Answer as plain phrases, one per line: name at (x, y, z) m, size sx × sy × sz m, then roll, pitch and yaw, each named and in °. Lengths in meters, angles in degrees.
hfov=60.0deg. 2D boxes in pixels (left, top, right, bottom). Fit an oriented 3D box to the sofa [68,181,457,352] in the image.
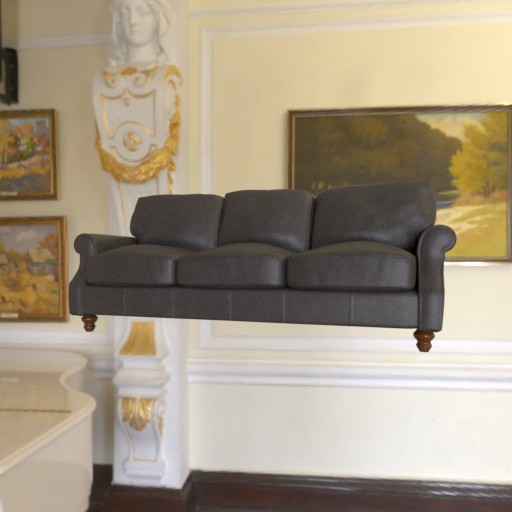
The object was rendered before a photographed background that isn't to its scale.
sofa at (0.000, 0.000, 2.933) m, size 2.387 × 0.977 × 0.974 m, roll 0°, pitch -1°, yaw 19°
